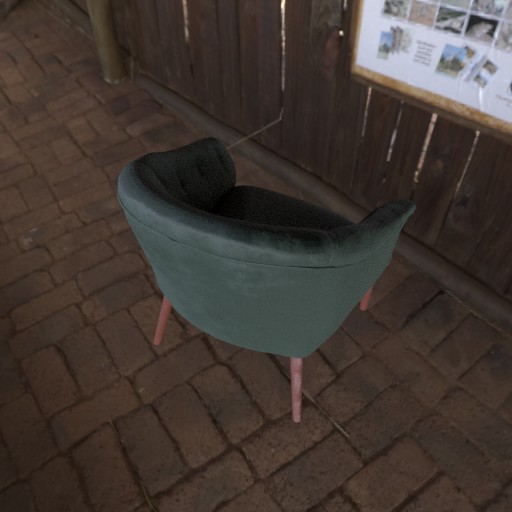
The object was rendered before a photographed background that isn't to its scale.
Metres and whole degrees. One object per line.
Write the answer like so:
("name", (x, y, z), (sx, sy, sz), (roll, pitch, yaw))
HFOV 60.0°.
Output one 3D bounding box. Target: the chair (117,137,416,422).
("chair", (0.000, 0.000, 1.544), (0.851, 0.885, 0.776), (23, 49, 21))
